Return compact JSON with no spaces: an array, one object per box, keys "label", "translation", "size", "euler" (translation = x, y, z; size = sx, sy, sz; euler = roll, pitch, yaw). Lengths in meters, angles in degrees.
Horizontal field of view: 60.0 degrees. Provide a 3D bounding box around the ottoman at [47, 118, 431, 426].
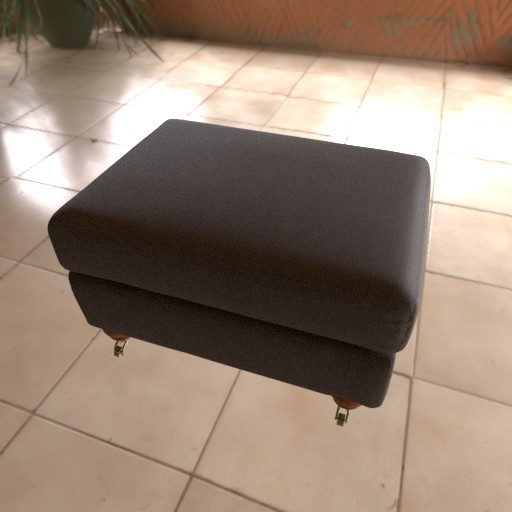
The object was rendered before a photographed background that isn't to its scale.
[{"label":"ottoman","translation":[0.000,0.000,1.147],"size":[0.773,0.497,0.574],"euler":[13,43,14]}]
